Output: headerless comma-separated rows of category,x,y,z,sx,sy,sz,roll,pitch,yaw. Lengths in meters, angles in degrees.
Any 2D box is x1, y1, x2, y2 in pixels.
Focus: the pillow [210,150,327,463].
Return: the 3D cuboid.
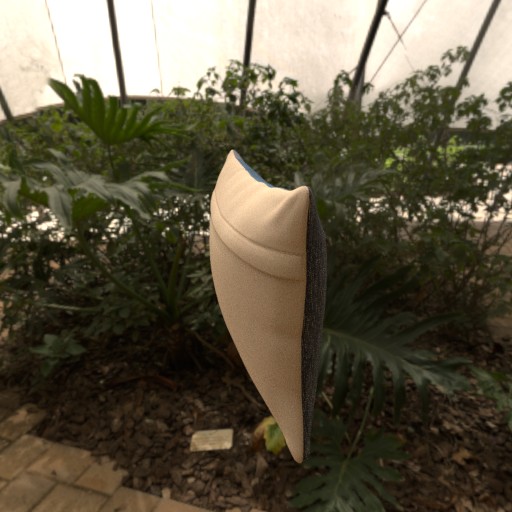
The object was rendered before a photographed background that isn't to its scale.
pillow,0.000,0.000,0.722,0.148,0.307,0.604,-3,17,-9
